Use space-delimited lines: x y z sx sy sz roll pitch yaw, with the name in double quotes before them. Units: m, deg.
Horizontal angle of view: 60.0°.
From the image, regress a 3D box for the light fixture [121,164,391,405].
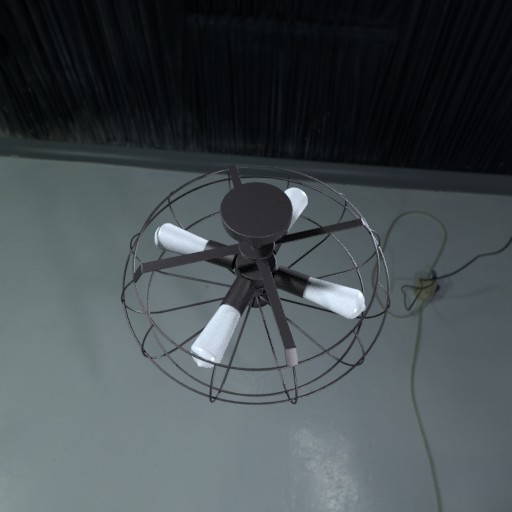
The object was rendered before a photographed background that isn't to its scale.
"light fixture" 0.000 0.000 0.929 0.582 0.311 0.582 0 57 0
